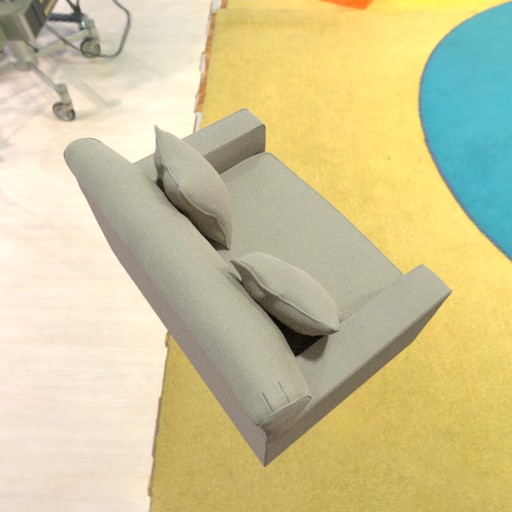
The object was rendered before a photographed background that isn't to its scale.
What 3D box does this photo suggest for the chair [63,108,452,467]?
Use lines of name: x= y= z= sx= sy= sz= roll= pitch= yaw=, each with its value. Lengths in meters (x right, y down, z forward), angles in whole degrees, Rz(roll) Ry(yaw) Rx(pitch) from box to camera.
chair: x=0.000 y=0.000 z=2.025 sx=1.000 sy=0.948 sz=1.383 roll=-33 pitch=63 yaw=-19
